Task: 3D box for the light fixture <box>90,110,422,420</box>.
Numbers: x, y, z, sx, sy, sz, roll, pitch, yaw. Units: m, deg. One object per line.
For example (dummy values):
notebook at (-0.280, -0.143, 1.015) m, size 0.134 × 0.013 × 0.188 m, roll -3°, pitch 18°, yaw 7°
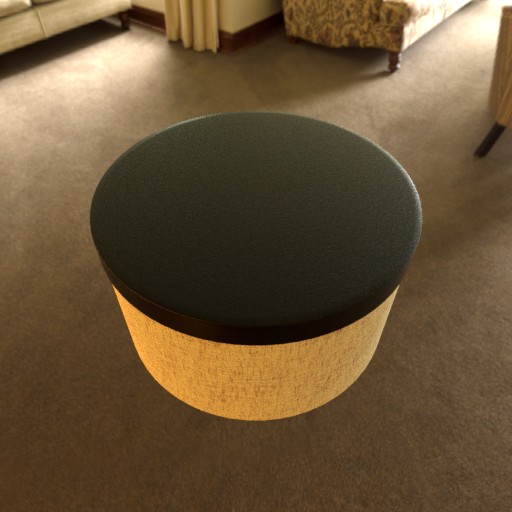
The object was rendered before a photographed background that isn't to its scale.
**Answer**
light fixture at (0.000, 0.000, 0.617) m, size 0.389 × 0.229 × 0.389 m, roll 0°, pitch 47°, yaw 0°
